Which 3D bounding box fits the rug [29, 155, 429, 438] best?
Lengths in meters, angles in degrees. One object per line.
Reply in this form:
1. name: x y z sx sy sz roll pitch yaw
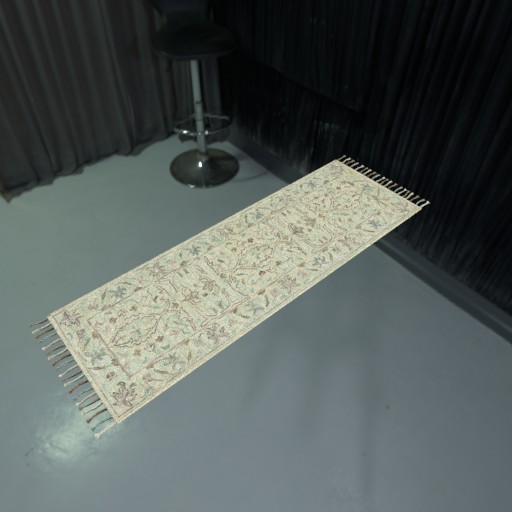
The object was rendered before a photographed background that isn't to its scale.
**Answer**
1. rug: 0.000 0.000 2.636 2.440 0.013 0.769 -31 53 -27
